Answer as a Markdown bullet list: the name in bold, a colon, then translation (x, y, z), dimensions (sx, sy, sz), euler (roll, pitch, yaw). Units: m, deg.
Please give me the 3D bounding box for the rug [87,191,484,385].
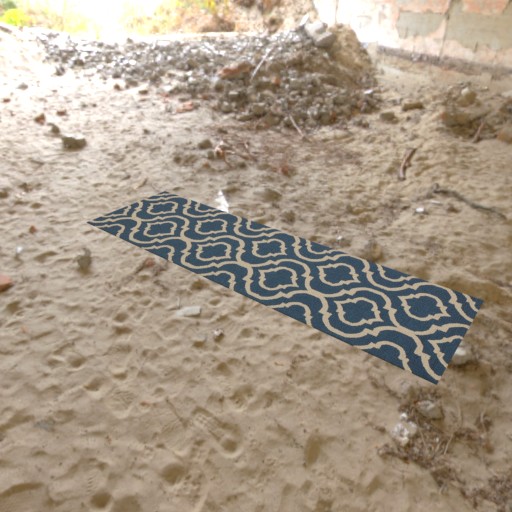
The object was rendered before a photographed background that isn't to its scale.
- **rug**: translation (0.000, 0.000, 2.546), dimensions (2.296, 0.006, 0.685), euler (22, 37, 32)
